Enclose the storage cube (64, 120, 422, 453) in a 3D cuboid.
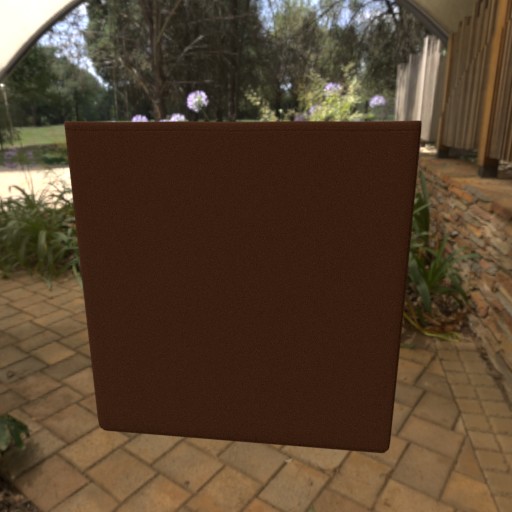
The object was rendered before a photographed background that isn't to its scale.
[{"bbox_3d":[0.000,0.000,0.487,0.270,0.280,0.270,2,16,7],"label":"storage cube"}]
